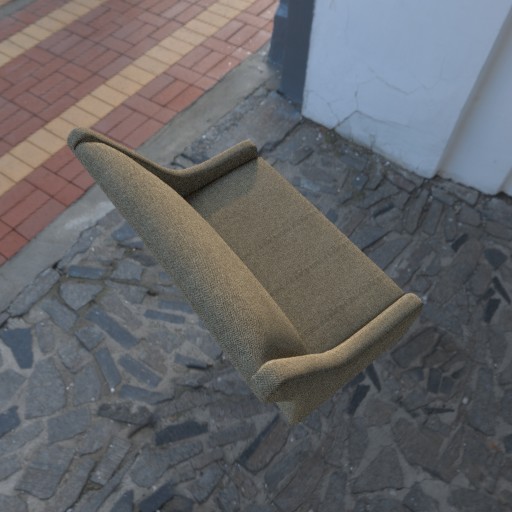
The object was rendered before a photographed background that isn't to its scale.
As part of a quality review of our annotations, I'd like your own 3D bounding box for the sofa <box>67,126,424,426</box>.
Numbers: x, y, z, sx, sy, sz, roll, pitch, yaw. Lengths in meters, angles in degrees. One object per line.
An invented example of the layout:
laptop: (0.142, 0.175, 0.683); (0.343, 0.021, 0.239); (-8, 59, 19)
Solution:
sofa: (0.000, 0.000, 1.931); (0.870, 1.021, 1.242); (-33, 63, -19)
